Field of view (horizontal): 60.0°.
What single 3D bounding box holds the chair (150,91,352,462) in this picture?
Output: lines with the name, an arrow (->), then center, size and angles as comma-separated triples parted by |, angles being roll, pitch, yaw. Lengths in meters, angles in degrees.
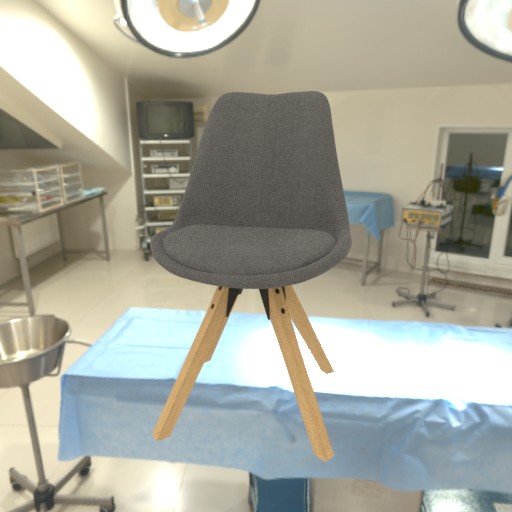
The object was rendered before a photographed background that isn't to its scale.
chair -> 0.000, 0.000, 1.171 | 0.485, 0.850, 0.550 | 3, 17, 10
